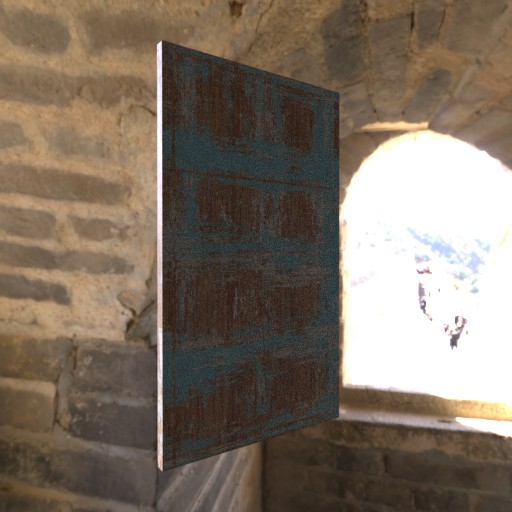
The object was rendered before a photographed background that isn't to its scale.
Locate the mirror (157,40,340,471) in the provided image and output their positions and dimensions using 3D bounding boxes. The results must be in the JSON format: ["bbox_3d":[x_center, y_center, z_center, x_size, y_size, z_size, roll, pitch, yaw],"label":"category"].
[{"bbox_3d":[0.000,0.000,1.485,0.707,1.213,0.083,0,1,-36],"label":"mirror"}]
